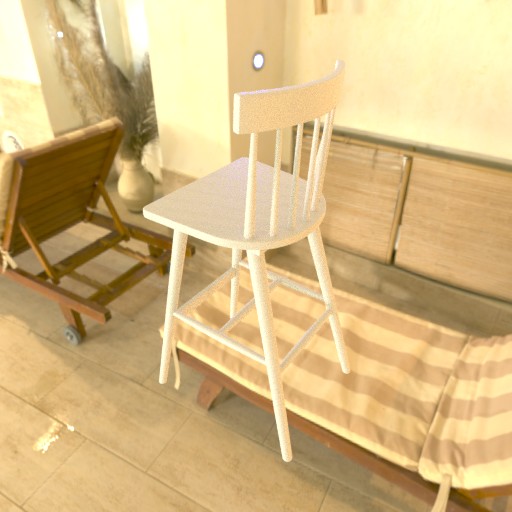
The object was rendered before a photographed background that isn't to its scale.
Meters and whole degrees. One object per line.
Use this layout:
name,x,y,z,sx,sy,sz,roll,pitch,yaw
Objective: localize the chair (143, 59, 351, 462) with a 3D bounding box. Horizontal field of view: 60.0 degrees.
chair,0.000,0.000,1.381,0.572,1.092,0.483,21,38,28
